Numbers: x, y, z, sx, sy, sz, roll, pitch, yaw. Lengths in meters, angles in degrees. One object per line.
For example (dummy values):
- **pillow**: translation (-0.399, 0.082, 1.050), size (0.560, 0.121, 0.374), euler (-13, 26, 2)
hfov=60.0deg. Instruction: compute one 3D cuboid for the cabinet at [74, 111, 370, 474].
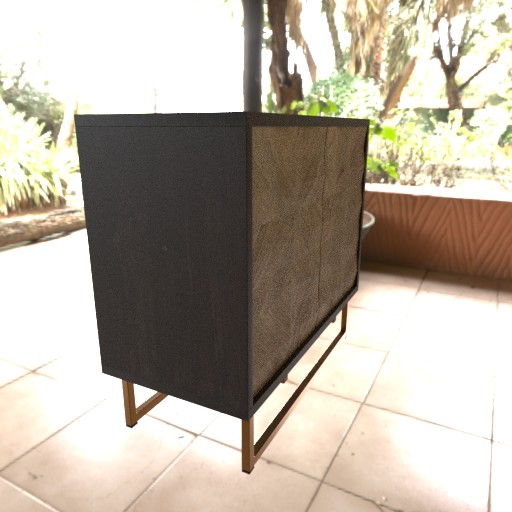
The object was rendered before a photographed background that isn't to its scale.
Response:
- **cabinet**: translation (0.000, 0.000, 1.440), size (0.451, 0.860, 0.950), euler (8, 18, 26)
